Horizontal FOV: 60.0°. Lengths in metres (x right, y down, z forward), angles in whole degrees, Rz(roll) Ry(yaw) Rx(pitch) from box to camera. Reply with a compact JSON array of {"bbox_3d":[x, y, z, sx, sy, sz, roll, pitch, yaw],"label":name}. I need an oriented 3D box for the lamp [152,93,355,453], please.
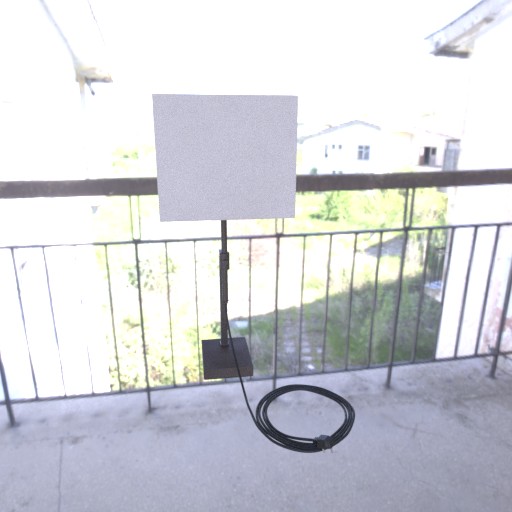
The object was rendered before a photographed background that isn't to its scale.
[{"bbox_3d":[0.000,0.000,0.968,0.399,0.660,0.504,-2,16,-8],"label":"lamp"}]
